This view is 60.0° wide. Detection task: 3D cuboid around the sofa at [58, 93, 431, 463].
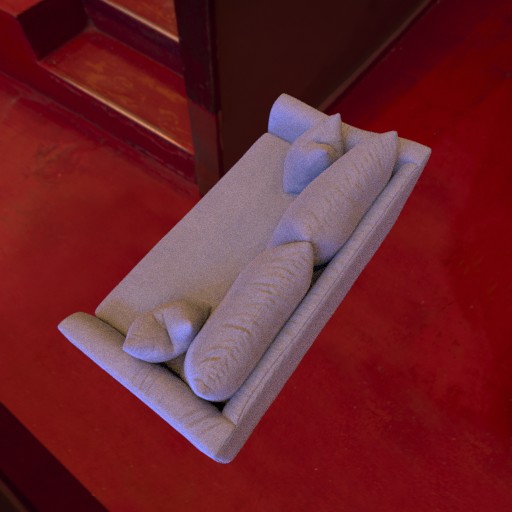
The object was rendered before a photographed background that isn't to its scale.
[{"bbox_3d":[0.000,0.000,2.609,1.072,1.018,2.010,33,67,16],"label":"sofa"}]
